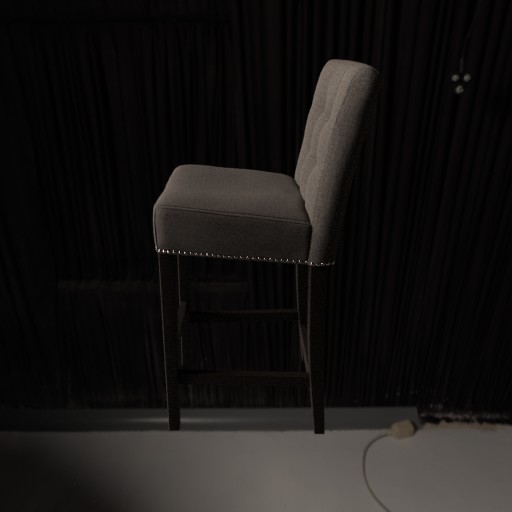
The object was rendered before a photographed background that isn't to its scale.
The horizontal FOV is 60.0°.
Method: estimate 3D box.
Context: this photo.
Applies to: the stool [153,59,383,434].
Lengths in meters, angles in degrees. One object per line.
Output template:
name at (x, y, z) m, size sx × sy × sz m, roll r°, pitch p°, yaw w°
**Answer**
stool at (0.000, 0.000, 1.304) m, size 0.548 × 1.047 × 0.411 m, roll -1°, pitch 26°, yaw -1°
